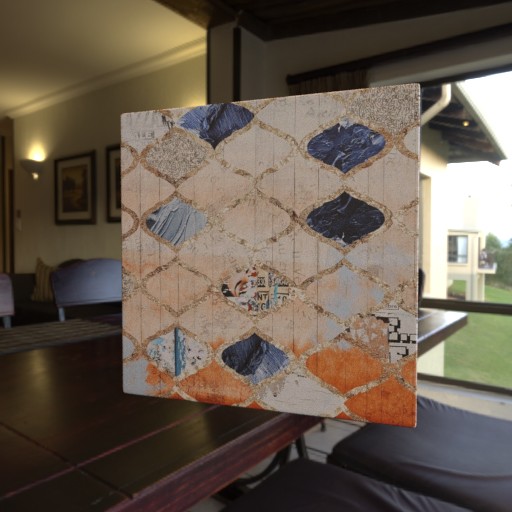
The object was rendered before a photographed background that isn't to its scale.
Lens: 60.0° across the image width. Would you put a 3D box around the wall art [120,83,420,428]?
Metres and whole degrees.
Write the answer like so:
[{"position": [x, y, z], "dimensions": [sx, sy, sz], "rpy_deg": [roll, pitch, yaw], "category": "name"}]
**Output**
[{"position": [0.000, 0.000, 1.328], "dimensions": [0.912, 0.914, 0.039], "rpy_deg": [1, 2, 18], "category": "wall art"}]
